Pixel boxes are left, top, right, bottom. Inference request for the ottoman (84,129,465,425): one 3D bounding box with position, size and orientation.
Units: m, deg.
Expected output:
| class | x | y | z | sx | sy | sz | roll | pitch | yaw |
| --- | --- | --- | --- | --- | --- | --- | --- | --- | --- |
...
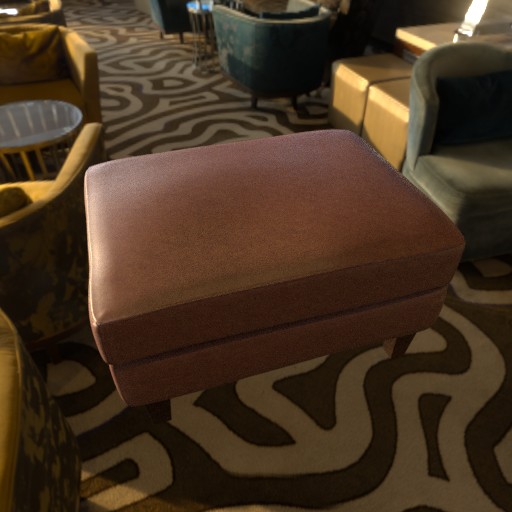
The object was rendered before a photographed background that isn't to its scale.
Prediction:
| class | x | y | z | sx | sy | sz | roll | pitch | yaw |
| --- | --- | --- | --- | --- | --- | --- | --- | --- | --- |
| ottoman | 0.000 | 0.000 | 1.261 | 0.851 | 0.485 | 0.650 | -11 | 42 | -13 |
